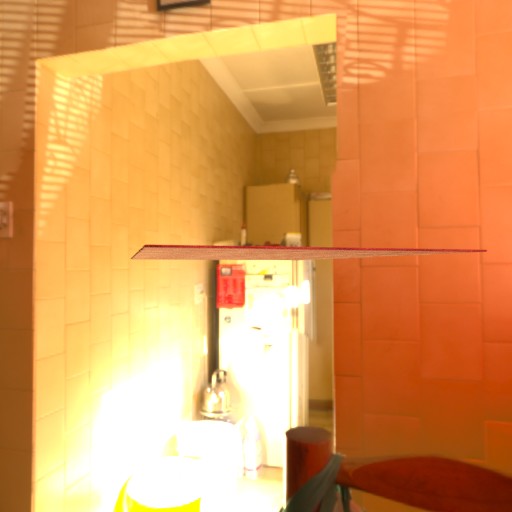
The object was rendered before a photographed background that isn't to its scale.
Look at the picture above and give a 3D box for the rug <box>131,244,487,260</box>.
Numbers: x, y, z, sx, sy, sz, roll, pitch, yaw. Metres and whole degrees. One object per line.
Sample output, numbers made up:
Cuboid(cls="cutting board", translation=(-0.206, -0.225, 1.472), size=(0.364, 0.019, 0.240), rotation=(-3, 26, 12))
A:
Cuboid(cls="rug", translation=(0.000, 0.000, 2.313), size=(1.223, 0.008, 1.817), rotation=(0, -2, -17))
